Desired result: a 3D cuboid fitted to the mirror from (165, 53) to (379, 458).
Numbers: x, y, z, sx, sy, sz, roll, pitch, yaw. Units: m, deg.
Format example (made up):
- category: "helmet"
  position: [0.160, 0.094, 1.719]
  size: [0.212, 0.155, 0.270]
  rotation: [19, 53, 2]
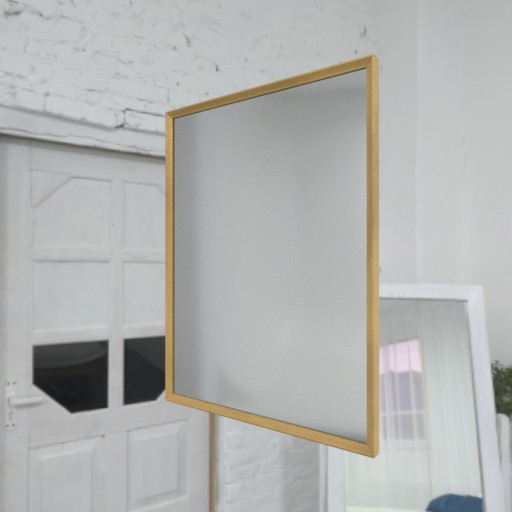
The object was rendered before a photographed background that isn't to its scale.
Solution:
- category: "mirror"
  position: [0.000, 0.000, 1.353]
  size: [0.762, 1.016, 0.041]
  rotation: [0, 0, 36]
